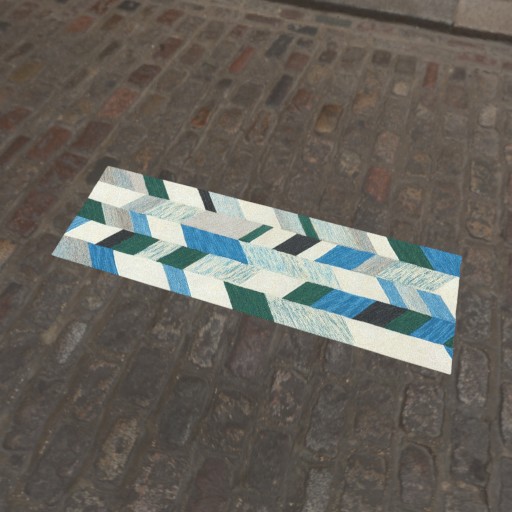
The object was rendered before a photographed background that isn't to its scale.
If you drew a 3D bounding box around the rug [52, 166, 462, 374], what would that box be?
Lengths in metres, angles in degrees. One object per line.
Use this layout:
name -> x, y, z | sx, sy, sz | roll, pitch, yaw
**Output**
rug -> 0.000, 0.000, 2.748 | 2.437, 0.008, 0.774 | 15, 61, 9
